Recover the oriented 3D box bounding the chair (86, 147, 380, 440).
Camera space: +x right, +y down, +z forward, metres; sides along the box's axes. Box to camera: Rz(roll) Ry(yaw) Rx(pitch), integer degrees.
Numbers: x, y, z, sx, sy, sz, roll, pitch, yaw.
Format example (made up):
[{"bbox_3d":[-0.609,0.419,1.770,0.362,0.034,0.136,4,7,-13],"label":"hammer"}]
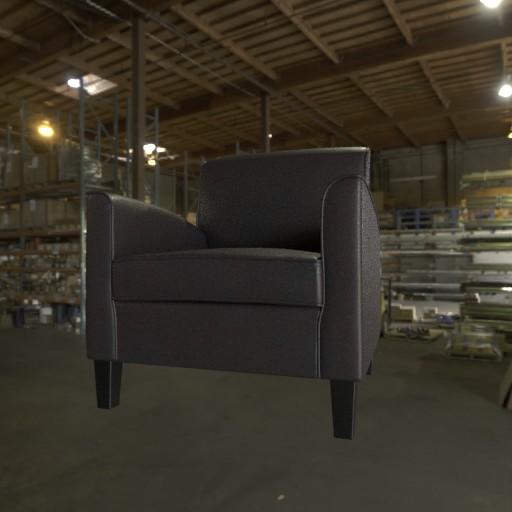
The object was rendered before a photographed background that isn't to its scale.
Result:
[{"bbox_3d":[0.000,0.000,1.563,0.820,0.916,0.819,0,-1,19],"label":"chair"}]
